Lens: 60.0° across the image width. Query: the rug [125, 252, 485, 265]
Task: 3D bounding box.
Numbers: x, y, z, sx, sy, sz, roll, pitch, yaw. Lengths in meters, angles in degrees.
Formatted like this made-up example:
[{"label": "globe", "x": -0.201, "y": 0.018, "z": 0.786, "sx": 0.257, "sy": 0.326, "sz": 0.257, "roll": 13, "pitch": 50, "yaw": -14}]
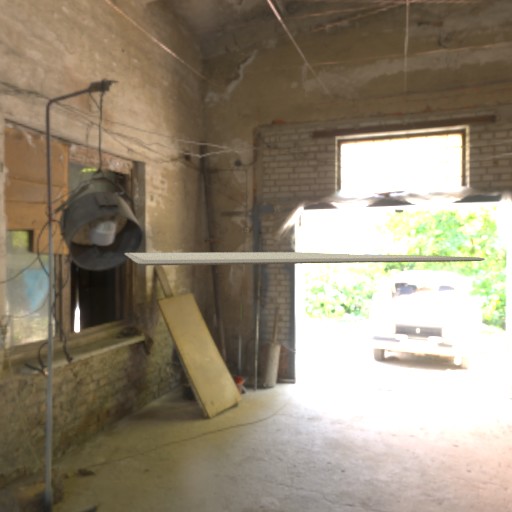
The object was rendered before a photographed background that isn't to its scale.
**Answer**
[{"label": "rug", "x": 0.000, "y": 0.000, "z": 2.750, "sx": 1.525, "sy": 0.020, "sz": 2.081, "roll": 0, "pitch": 1, "yaw": -18}]
